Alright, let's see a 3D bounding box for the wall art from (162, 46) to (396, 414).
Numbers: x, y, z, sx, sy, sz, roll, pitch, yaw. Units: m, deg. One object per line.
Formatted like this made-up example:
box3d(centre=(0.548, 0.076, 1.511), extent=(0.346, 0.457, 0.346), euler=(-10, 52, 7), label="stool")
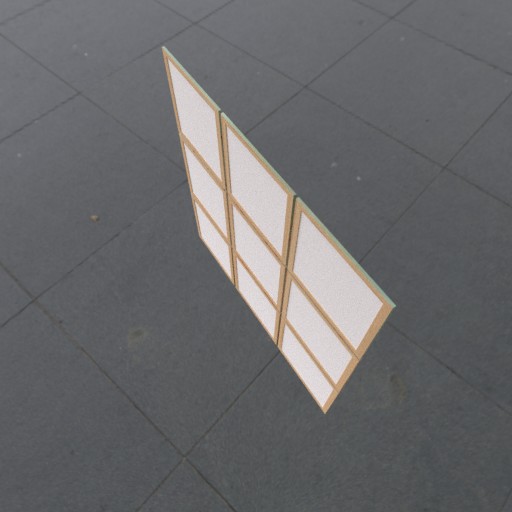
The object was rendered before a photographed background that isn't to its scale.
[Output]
box3d(centre=(0.000, 0.000, 2.306), extent=(0.013, 1.523, 1.517), euler=(-29, 63, -16), label="wall art")
